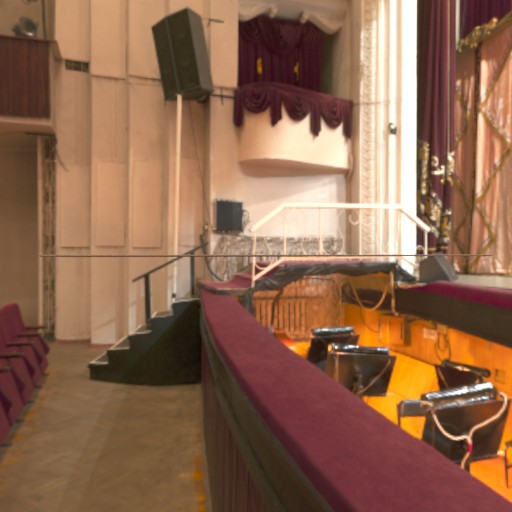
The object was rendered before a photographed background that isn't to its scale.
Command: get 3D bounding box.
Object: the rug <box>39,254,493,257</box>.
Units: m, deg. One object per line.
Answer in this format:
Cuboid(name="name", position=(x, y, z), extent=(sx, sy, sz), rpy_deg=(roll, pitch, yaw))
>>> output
Cuboid(name="rug", position=(0.000, 0.000, 2.155), extent=(1.749, 0.015, 1.141), rpy_deg=(0, 0, -18))
